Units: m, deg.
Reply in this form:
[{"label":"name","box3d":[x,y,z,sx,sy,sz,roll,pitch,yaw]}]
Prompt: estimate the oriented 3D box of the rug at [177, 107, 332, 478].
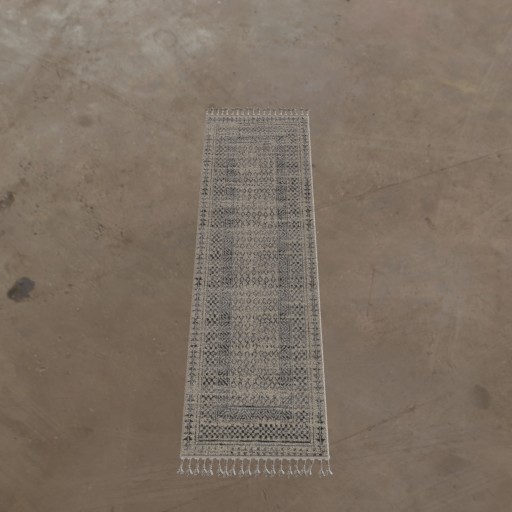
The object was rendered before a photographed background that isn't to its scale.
[{"label":"rug","box3d":[0.000,0.000,2.766,0.786,0.013,2.480,0,64,0]}]
